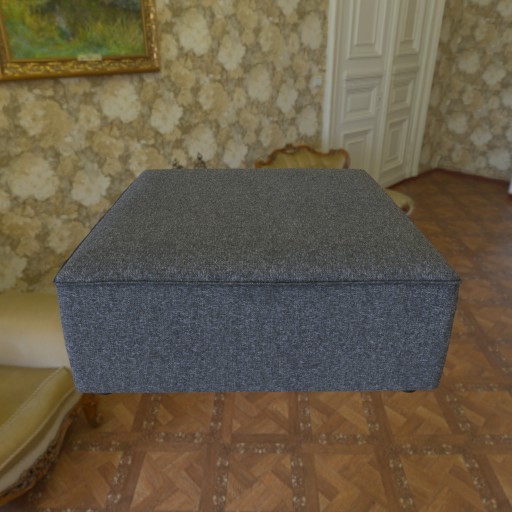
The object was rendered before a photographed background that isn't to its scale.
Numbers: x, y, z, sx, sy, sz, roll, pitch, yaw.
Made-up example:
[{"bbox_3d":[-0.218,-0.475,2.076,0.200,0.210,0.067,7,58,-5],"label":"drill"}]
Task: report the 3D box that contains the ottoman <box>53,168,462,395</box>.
[{"bbox_3d":[0.000,0.000,1.580,1.021,0.423,1.017,0,26,0],"label":"ottoman"}]
